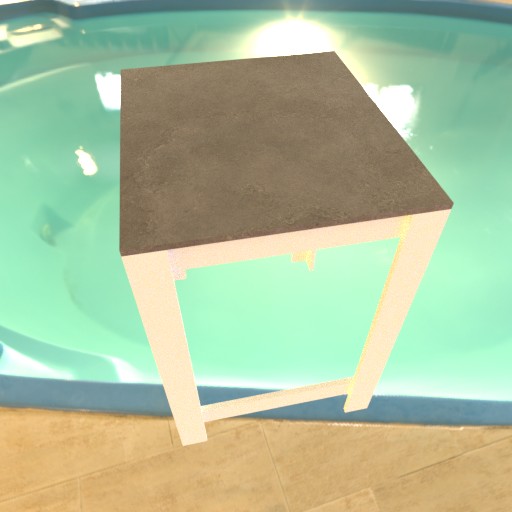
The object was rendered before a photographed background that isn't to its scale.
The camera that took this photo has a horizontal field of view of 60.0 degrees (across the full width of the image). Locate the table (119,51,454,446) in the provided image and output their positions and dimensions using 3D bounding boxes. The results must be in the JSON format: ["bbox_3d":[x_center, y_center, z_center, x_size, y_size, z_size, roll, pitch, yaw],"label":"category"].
[{"bbox_3d":[0.000,0.000,1.539,0.700,1.020,0.800,-9,48,-8],"label":"table"}]
